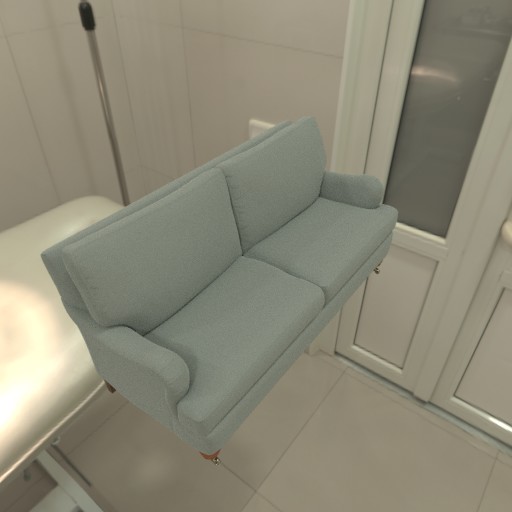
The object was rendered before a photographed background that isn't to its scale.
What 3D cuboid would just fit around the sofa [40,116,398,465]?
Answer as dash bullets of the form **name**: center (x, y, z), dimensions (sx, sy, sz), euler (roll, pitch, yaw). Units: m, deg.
- **sofa**: center (0.000, 0.000, 2.830), dimensions (1.069, 1.096, 2.193), euler (26, 45, 28)
